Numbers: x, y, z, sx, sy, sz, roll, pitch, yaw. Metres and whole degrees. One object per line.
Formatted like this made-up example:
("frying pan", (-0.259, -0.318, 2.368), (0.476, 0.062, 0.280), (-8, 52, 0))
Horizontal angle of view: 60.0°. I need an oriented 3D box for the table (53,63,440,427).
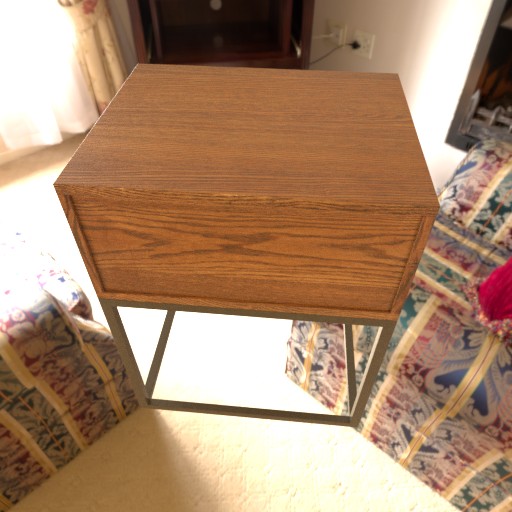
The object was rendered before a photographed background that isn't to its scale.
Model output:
("table", (0.000, 0.000, 0.902), (0.482, 0.610, 0.400), (4, 45, 4))
